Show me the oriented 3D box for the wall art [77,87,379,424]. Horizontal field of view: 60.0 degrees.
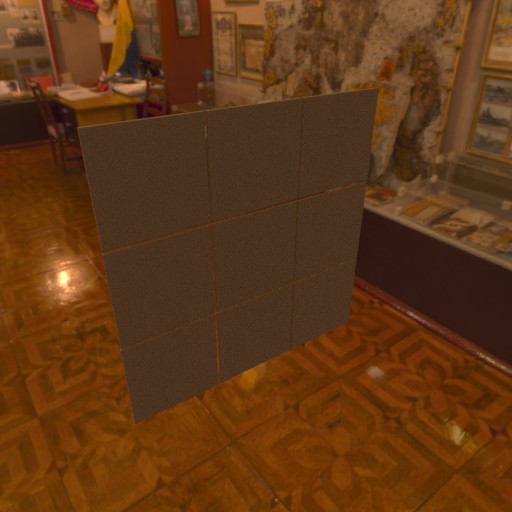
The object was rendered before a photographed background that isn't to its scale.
[{"bbox_3d":[0.000,0.000,1.840,1.216,1.216,0.013,-19,35,-29],"label":"wall art"}]
